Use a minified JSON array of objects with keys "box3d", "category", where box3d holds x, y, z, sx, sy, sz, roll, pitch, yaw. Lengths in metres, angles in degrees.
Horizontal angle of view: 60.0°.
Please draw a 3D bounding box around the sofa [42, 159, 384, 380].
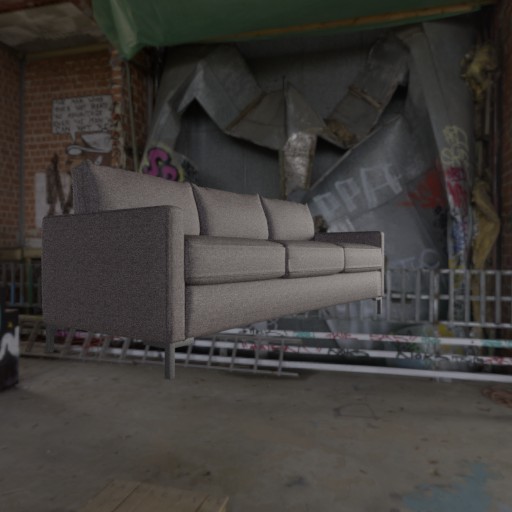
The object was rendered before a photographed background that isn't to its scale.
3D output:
[{"box3d":[0.000,0.000,2.704,0.876,0.882,2.253,0,0,35],"category":"sofa"}]
